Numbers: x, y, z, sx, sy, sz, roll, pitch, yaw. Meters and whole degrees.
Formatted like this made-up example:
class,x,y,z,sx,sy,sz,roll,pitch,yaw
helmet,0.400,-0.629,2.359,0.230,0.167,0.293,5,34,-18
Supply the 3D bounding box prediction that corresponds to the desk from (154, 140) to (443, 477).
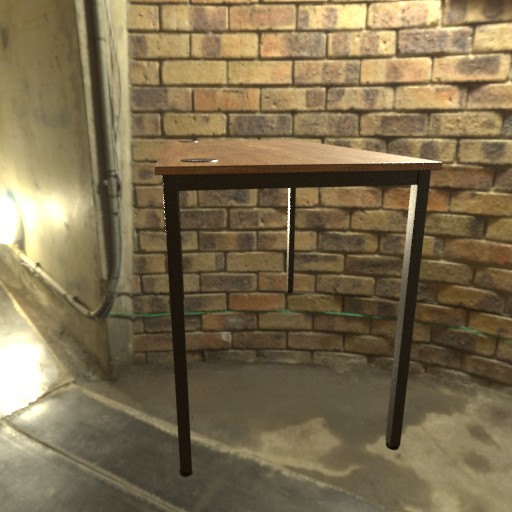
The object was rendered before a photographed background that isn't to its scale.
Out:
class,x,y,z,sx,sy,sz,roll,pitch,yaw
desk,0.000,0.000,1.567,0.600,0.749,1.200,-3,17,-9
